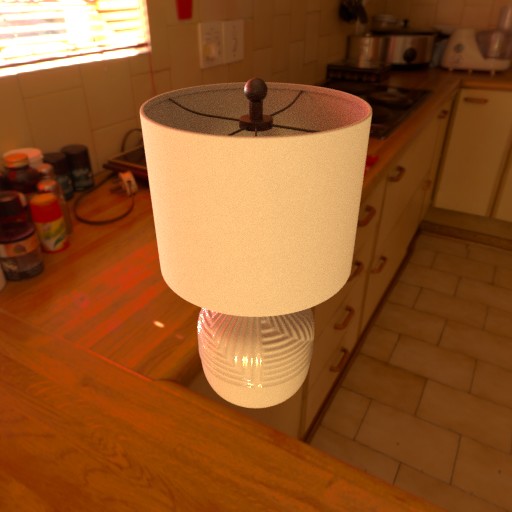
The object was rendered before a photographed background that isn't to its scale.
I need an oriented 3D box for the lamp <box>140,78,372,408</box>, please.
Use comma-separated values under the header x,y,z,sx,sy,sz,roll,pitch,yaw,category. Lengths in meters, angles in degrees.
x,y,z,sx,sy,sz,roll,pitch,yaw,category
0.000,0.000,0.750,0.318,0.567,0.318,0,32,0,lamp
